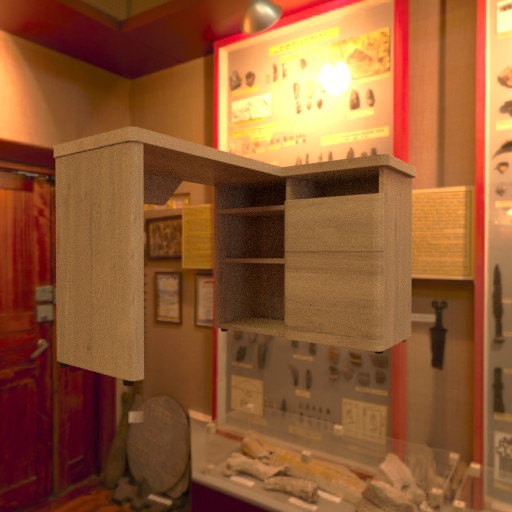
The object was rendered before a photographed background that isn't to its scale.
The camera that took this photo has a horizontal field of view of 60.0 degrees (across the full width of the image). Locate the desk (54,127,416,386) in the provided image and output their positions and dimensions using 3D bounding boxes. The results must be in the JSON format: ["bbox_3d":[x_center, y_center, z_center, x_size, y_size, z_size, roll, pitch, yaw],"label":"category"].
[{"bbox_3d":[0.000,0.000,1.740,0.900,0.760,1.169,1,1,36],"label":"desk"}]
